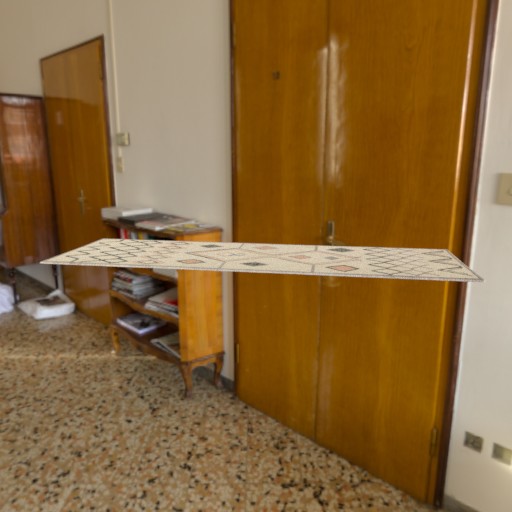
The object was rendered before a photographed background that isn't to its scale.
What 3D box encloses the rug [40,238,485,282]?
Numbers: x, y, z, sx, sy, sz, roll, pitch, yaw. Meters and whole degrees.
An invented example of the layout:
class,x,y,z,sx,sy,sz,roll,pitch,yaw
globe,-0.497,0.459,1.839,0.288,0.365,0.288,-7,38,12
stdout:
class,x,y,z,sx,sy,sz,roll,pitch,yaw
rug,0.000,0.000,2.751,2.435,0.011,0.750,2,13,9
